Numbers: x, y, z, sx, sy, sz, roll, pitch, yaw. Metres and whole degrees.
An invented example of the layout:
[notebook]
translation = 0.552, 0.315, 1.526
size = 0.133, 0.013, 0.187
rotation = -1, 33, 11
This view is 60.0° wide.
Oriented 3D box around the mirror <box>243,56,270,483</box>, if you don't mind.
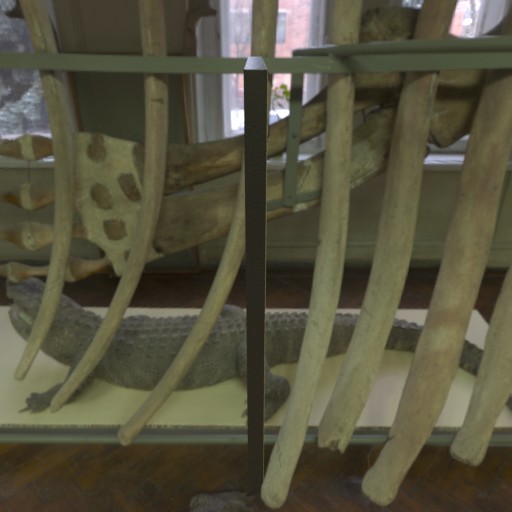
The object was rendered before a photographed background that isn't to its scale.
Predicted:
[mirror]
translation = 0.000, 0.000, 1.136
size = 0.041, 0.915, 0.609
rotation = 0, 26, 0
